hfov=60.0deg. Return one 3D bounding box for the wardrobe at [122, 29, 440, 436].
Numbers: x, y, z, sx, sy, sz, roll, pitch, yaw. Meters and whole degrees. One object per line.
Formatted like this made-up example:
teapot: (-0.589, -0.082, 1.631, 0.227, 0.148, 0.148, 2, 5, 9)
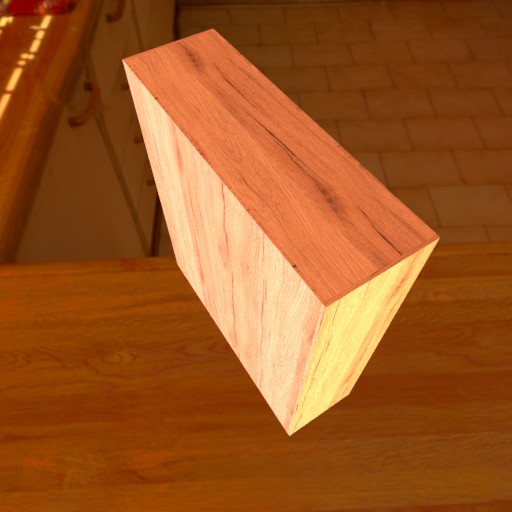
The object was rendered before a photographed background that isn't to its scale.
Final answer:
wardrobe: (0.000, 0.000, 2.950, 0.580, 2.070, 1.810, -28, 61, -18)
